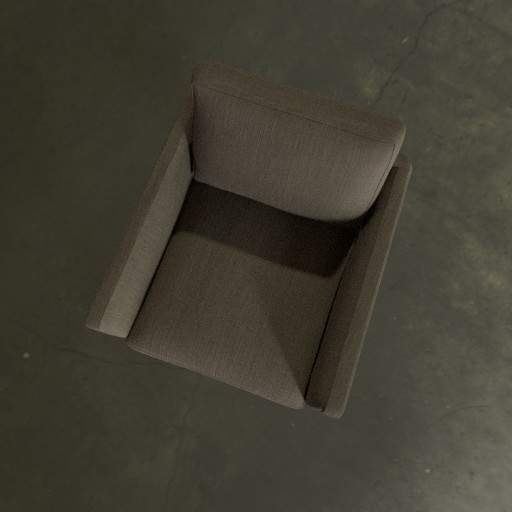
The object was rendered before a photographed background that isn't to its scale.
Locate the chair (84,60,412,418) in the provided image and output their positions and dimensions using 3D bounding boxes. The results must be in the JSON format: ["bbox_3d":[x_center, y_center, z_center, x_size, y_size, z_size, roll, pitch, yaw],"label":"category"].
[{"bbox_3d":[0.000,0.000,1.470,0.763,0.811,0.834,19,76,5],"label":"chair"}]
